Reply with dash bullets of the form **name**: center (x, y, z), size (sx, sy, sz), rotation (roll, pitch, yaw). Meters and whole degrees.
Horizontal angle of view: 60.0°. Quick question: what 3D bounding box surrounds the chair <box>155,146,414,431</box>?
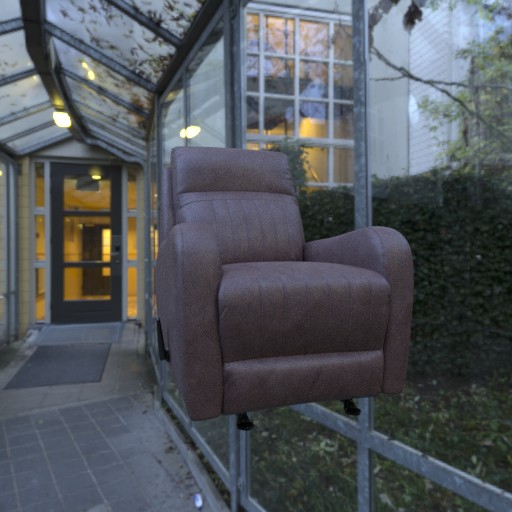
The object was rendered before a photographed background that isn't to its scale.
- **chair**: center (0.000, 0.000, 1.849), size (0.865, 1.067, 1.067), rotation (0, 1, -19)
